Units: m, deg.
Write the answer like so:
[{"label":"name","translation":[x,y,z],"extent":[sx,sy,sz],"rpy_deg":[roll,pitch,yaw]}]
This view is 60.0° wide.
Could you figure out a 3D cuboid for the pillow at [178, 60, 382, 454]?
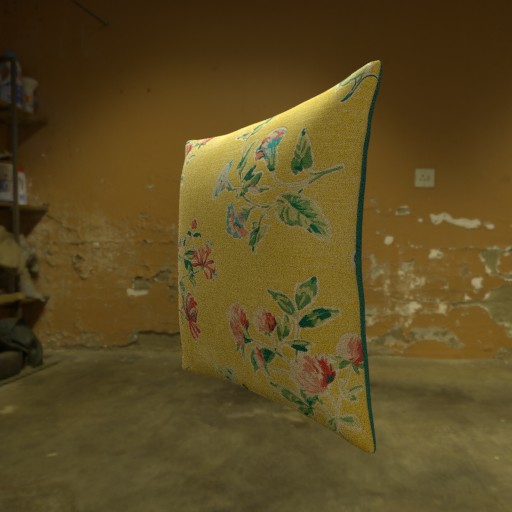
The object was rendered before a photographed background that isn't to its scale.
[{"label":"pillow","translation":[0.000,0.000,0.778],"extent":[0.166,0.508,0.525],"rpy_deg":[0,1,-37]}]
